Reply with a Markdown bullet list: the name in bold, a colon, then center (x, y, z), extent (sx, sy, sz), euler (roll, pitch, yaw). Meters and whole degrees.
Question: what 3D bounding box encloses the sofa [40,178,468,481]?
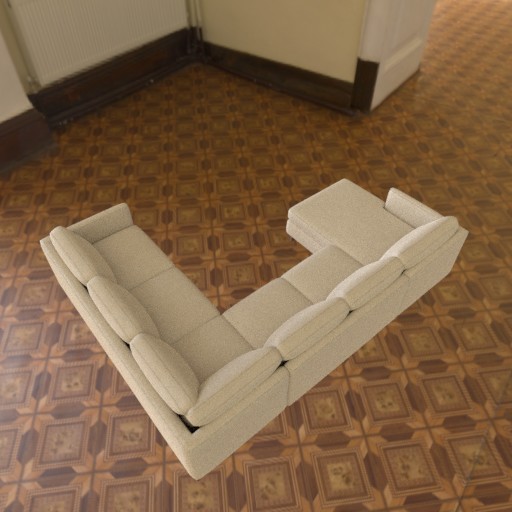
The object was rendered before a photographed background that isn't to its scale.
- **sofa**: center (0.000, 0.000, 4.369), extent (3.238, 0.853, 2.551), euler (-31, 54, -26)
